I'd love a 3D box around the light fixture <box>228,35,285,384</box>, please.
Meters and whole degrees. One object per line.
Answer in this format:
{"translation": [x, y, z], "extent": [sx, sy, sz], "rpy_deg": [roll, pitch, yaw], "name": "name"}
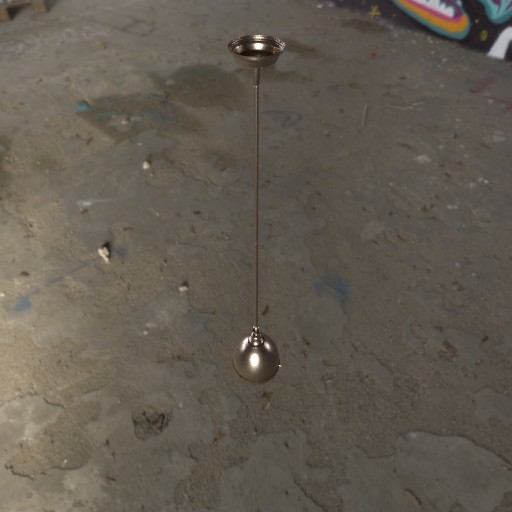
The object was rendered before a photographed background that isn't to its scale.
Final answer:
{"translation": [0.000, 0.000, 1.490], "extent": [0.211, 1.367, 0.217], "rpy_deg": [-16, 48, -15], "name": "light fixture"}
